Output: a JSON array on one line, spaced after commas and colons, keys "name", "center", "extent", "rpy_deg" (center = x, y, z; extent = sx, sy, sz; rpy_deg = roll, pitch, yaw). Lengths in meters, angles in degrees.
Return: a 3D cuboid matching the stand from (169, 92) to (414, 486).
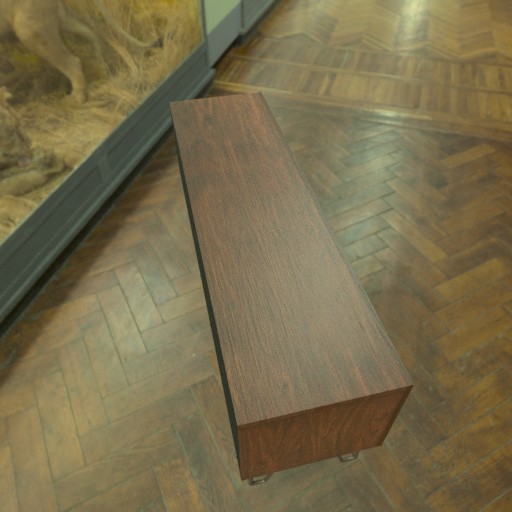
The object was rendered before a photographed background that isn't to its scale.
[{"name": "stand", "center": [0.000, 0.000, 1.854], "extent": [0.481, 0.610, 1.626], "rpy_deg": [-10, 47, -9]}]
